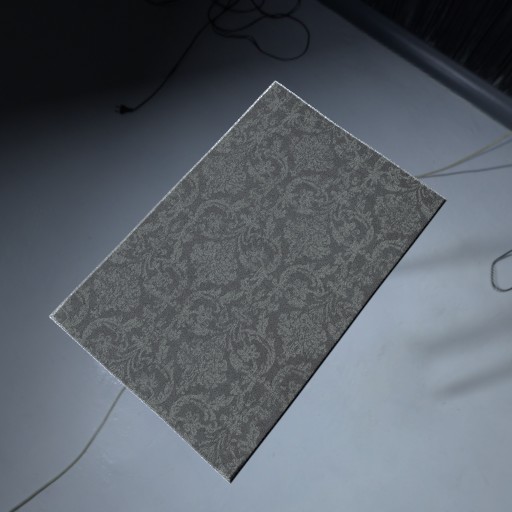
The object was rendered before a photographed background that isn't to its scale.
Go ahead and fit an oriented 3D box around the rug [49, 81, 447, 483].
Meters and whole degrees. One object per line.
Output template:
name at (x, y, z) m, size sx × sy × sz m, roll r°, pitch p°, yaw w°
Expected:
rug at (0.000, 0.000, 3.510) m, size 1.819 × 0.018 × 2.746 m, roll 38°, pitch 77°, yaw 10°
